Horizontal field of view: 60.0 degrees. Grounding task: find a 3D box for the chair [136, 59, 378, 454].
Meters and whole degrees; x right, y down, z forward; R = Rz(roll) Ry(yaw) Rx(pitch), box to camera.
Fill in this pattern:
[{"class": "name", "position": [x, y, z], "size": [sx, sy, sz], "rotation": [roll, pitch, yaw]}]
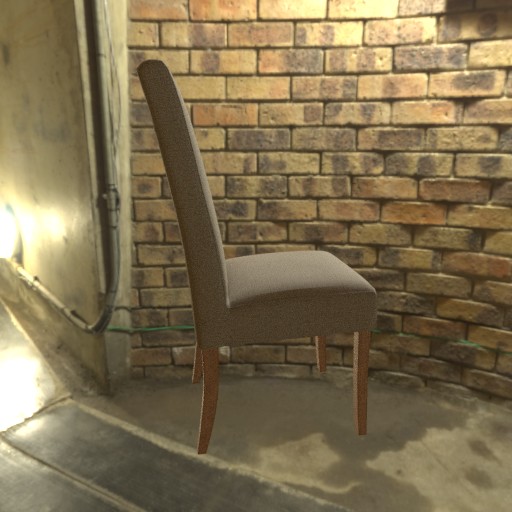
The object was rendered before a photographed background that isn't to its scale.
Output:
[{"class": "chair", "position": [0.000, 0.000, 1.346], "size": [0.611, 1.033, 0.450], "rotation": [-3, 15, -10]}]
